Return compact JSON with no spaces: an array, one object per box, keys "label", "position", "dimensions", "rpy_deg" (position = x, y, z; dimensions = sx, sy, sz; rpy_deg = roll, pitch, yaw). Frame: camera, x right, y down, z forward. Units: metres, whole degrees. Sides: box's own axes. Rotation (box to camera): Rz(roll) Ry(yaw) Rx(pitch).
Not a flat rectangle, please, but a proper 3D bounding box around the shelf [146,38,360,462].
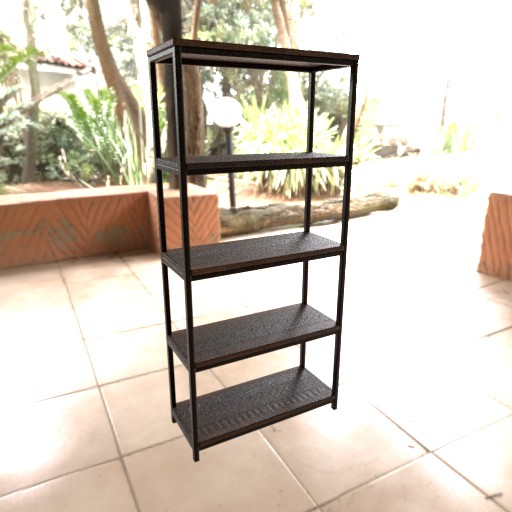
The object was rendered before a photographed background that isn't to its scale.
[{"label":"shelf","position":[0.000,0.000,2.214],"dimensions":[0.874,1.860,0.359],"rpy_deg":[-9,19,-27]}]
